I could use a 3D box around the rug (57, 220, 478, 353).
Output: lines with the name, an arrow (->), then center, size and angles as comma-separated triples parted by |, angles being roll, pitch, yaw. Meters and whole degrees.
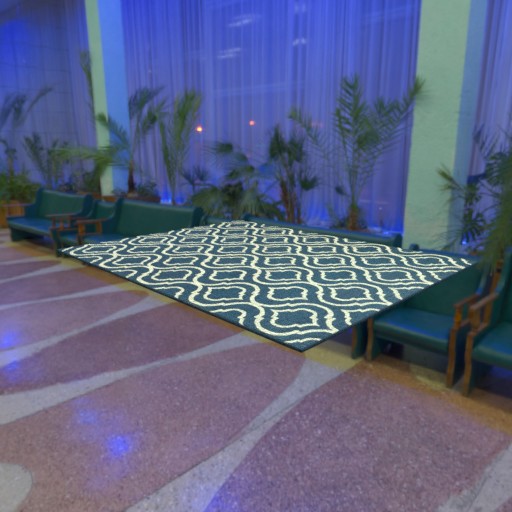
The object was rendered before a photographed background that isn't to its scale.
rug -> 0.000, 0.000, 3.842 | 2.270, 0.020, 2.881 | -14, 20, -43
